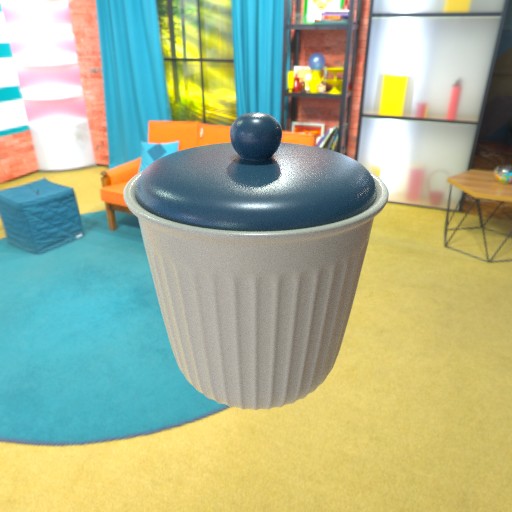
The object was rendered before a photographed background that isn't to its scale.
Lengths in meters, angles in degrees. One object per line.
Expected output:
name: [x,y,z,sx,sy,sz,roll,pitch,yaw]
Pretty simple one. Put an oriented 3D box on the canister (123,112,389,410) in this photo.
canister: [0.000,0.000,0.339,0.181,0.211,0.181,0,27,0]
